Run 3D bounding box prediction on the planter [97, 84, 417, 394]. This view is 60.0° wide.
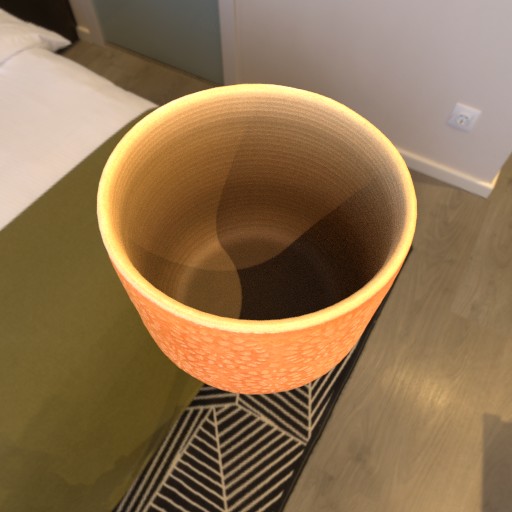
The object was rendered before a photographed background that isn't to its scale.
[{"bbox_3d":[0.000,0.000,0.292,0.170,0.152,0.170,0,58,0],"label":"planter"}]
